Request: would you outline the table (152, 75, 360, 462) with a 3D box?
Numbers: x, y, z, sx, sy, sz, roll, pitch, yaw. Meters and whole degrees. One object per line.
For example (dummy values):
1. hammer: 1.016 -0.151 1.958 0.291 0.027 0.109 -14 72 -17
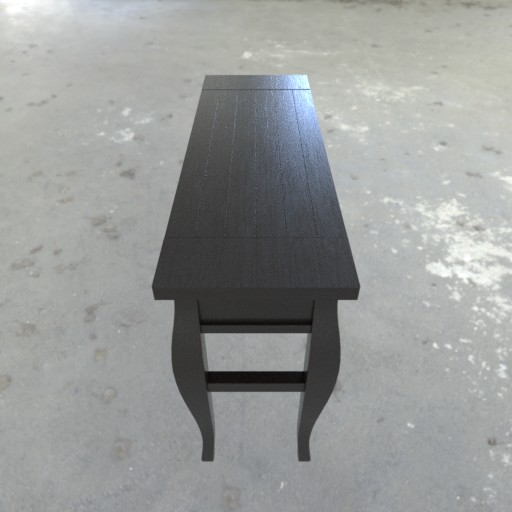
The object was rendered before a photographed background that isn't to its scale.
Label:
1. table: 0.000 0.000 1.407 0.373 0.768 1.062 0 41 0
